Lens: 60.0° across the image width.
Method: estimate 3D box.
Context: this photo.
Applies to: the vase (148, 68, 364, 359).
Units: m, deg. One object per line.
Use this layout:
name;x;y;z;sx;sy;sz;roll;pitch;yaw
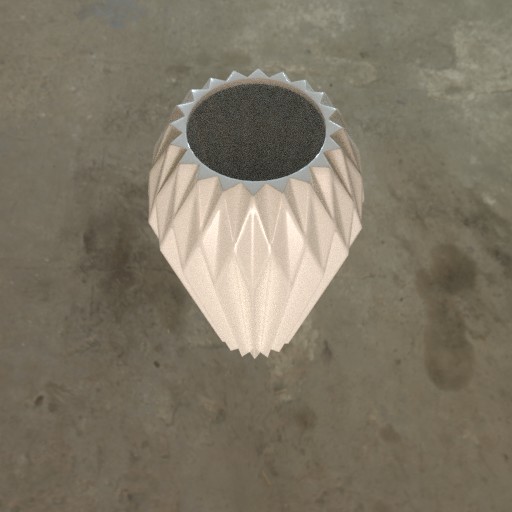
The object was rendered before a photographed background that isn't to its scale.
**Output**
vase;0.000;0.000;0.336;0.133;0.263;0.133;0;60;0
